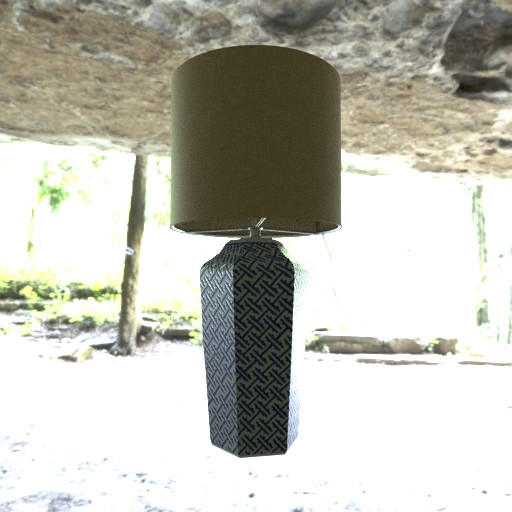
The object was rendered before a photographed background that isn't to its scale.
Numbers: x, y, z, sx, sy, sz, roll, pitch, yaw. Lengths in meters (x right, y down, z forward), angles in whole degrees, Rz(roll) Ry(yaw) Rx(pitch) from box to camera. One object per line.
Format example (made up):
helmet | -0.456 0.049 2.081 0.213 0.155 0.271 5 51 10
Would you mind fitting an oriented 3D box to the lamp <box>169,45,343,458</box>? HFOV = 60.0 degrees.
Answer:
lamp | 0.000 0.000 0.831 0.320 0.682 0.320 3 -4 -36
